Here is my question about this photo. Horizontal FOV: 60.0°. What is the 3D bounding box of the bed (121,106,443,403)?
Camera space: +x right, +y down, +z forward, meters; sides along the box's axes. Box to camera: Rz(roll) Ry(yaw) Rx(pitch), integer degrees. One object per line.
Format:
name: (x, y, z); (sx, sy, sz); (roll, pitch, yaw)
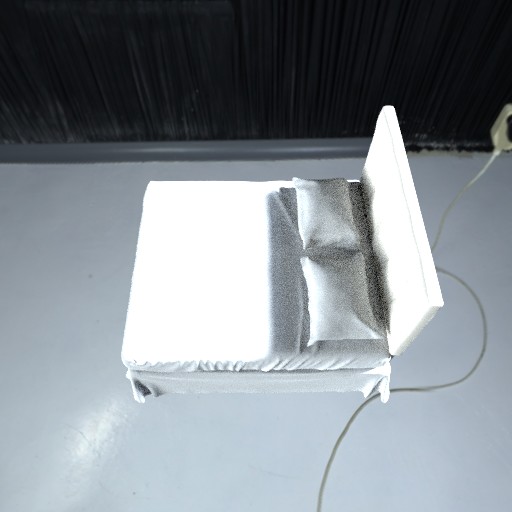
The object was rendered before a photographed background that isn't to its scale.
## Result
bed: (0.000, 0.000, 3.504); (2.222, 1.577, 1.936); (0, 59, 0)
